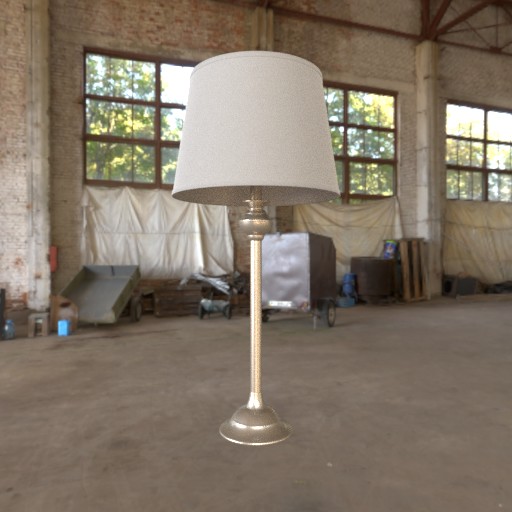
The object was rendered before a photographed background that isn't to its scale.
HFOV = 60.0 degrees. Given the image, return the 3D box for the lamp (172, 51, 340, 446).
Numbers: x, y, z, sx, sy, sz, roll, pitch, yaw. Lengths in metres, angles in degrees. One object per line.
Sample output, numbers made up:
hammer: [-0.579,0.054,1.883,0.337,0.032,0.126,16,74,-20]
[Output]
lamp: [0.000,0.000,0.885,0.331,0.698,0.331,0,0,0]
